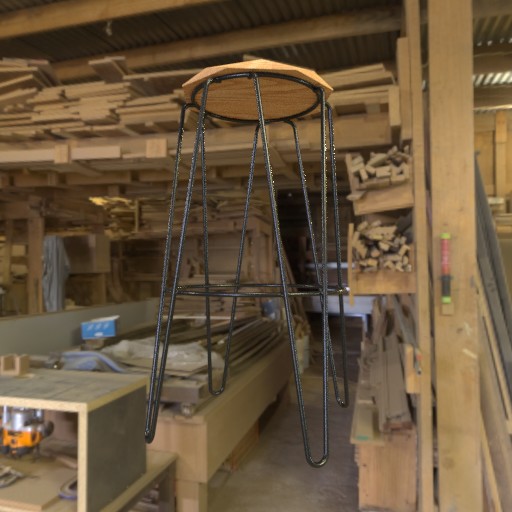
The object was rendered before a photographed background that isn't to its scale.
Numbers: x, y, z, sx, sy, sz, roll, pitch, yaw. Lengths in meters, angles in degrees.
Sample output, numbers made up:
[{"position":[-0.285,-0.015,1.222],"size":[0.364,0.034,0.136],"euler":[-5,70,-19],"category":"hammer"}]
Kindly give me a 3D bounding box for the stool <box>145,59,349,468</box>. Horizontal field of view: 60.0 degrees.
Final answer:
[{"position":[0.000,0.000,0.809],"size":[0.326,0.610,0.326],"euler":[0,-1,19],"category":"stool"}]
